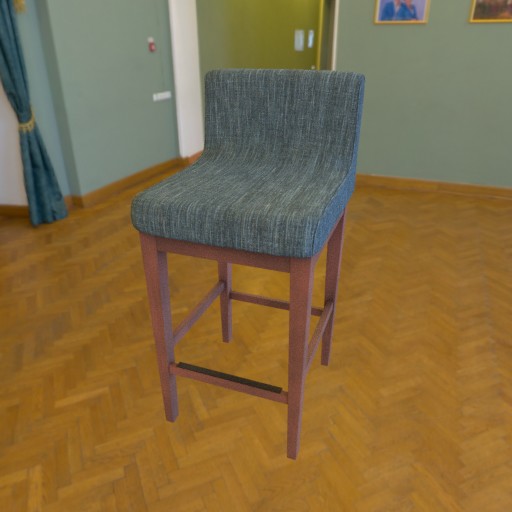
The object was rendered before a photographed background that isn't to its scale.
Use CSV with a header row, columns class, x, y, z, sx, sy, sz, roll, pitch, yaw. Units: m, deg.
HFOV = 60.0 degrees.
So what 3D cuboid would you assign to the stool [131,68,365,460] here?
class,x,y,z,sx,sy,sz,roll,pitch,yaw
stool,0.000,0.000,1.097,0.395,0.835,0.459,9,27,18
